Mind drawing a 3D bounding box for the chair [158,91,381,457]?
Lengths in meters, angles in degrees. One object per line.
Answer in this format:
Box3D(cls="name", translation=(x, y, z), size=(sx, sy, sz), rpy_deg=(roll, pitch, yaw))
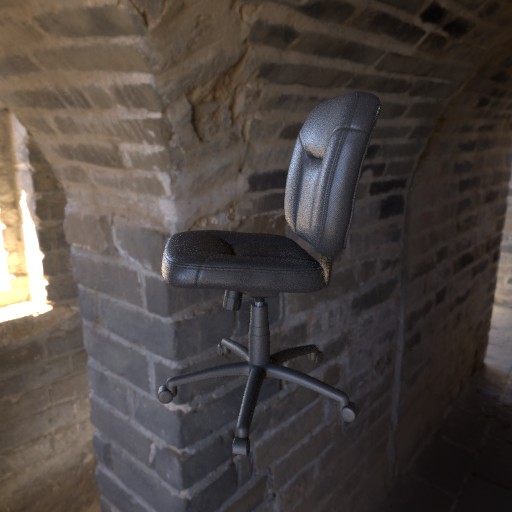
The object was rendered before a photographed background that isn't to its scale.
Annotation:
Box3D(cls="chair", translation=(0.000, 0.000, 1.379), size=(0.646, 0.959, 0.647), rpy_deg=(-2, 15, -8))
